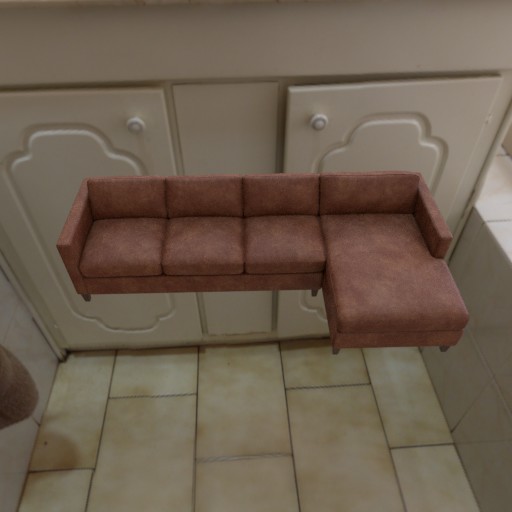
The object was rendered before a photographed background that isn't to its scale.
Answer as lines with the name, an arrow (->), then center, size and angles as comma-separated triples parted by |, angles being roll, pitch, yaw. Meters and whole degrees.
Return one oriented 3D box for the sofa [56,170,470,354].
sofa -> 0.000, 0.000, 3.859 | 3.203, 0.883, 1.581 | -1, 45, -1
